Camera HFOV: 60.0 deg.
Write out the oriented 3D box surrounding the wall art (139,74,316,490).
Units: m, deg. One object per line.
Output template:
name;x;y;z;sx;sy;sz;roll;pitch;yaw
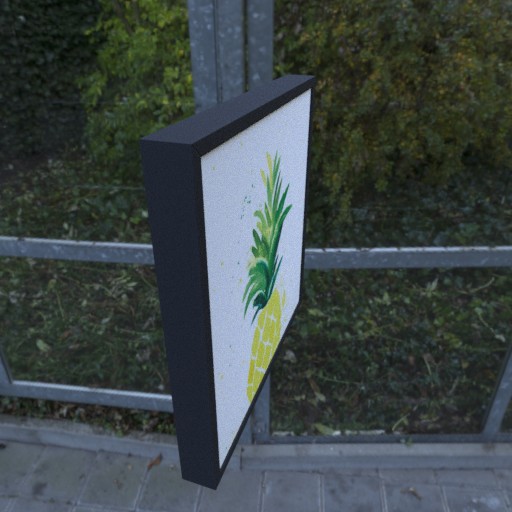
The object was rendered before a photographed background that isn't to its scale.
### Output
wall art;0.000;0.000;0.445;0.033;0.304;0.305;10;30;17
